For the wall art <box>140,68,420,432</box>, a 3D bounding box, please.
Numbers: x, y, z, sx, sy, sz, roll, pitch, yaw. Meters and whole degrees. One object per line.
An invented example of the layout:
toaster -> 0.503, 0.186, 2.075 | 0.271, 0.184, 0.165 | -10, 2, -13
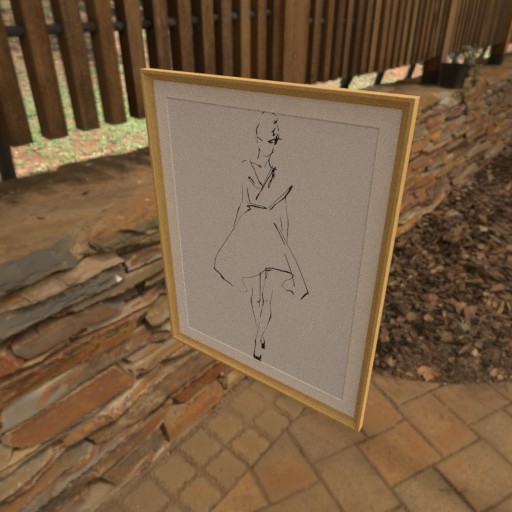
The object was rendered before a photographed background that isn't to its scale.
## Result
wall art -> 0.000, 0.000, 1.345 | 0.798, 1.002, 0.030 | 19, 35, 30
